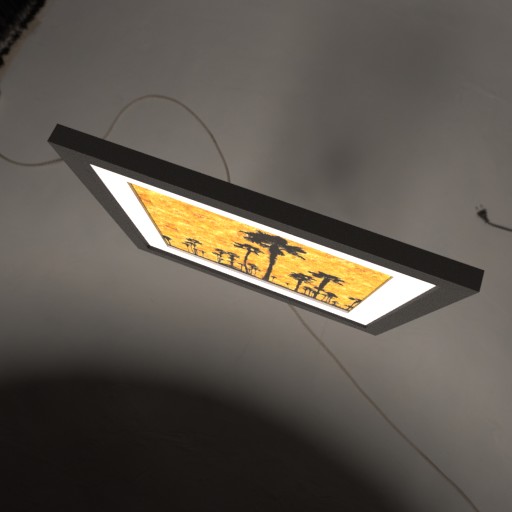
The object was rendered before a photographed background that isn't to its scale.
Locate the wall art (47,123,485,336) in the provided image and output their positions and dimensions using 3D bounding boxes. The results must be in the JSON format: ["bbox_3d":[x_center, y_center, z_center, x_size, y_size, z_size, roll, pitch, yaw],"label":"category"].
[{"bbox_3d":[0.000,0.000,0.762,0.561,0.460,0.028,20,75,6],"label":"wall art"}]
